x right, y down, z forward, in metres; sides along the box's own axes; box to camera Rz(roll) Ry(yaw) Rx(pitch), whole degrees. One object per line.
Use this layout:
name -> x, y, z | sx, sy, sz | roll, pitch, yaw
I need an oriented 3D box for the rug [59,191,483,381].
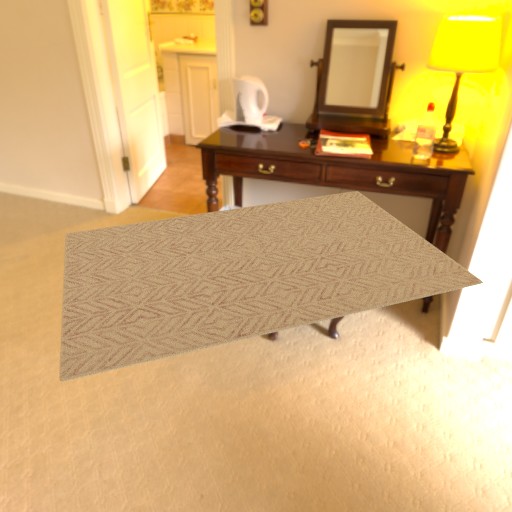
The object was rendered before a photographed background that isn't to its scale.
rug -> 0.000, 0.000, 2.988 | 2.438, 0.008, 1.523 | -10, 33, -16
